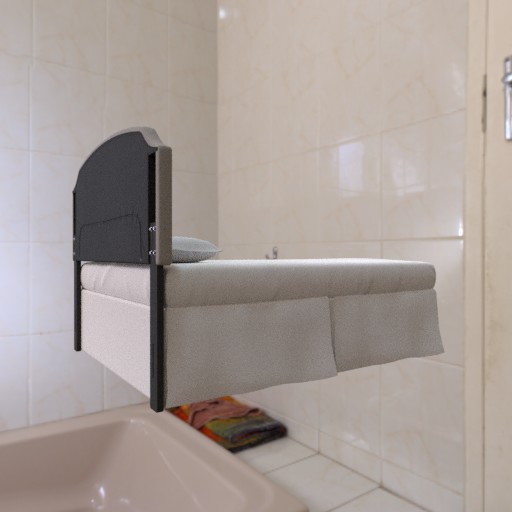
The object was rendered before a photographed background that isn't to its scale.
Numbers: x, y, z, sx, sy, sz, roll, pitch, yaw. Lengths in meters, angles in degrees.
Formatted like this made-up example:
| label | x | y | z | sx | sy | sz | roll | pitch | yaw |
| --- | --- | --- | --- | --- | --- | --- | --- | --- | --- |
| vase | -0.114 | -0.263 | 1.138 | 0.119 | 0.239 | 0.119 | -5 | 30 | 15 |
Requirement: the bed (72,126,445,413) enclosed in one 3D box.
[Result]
| label | x | y | z | sx | sy | sz | roll | pitch | yaw |
| --- | --- | --- | --- | --- | --- | --- | --- | --- | --- |
| bed | 0.000 | 0.000 | 2.959 | 1.999 | 1.270 | 1.558 | 0 | 0 | -35 |
